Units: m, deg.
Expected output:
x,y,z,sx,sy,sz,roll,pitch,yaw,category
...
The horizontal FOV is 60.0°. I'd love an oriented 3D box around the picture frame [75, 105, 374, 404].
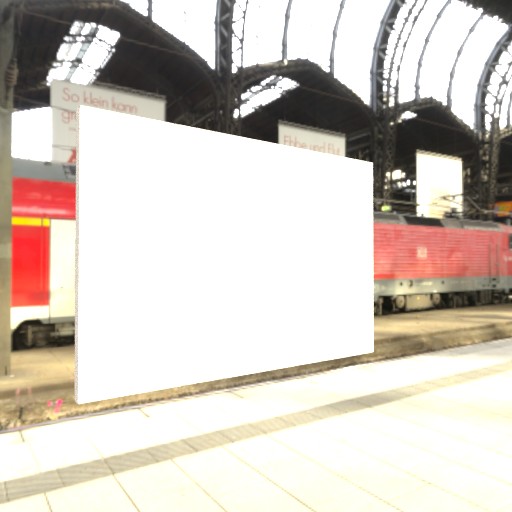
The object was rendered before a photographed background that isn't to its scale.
x,y,z,sx,sy,sz,roll,pitch,yaw,category
0.000,0.000,1.235,0.950,0.640,0.029,1,-1,-35,picture frame
